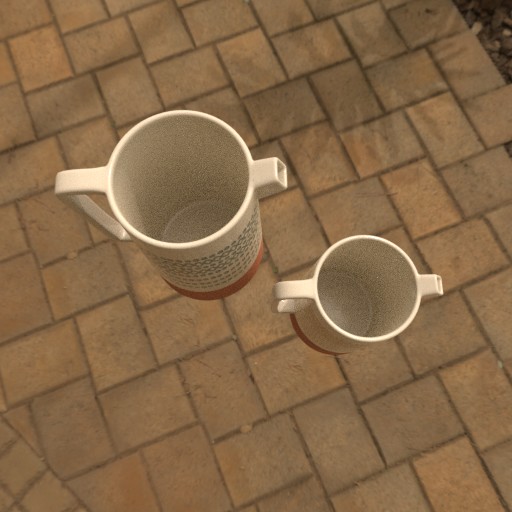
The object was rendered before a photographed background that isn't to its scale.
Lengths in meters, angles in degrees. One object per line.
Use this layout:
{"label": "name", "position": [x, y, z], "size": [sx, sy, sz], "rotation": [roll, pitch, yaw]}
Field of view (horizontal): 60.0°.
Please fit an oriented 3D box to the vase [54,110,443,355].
{"label": "vase", "position": [0.000, 0.000, 0.466], "size": [0.326, 0.247, 0.168], "rotation": [38, 79, 8]}
